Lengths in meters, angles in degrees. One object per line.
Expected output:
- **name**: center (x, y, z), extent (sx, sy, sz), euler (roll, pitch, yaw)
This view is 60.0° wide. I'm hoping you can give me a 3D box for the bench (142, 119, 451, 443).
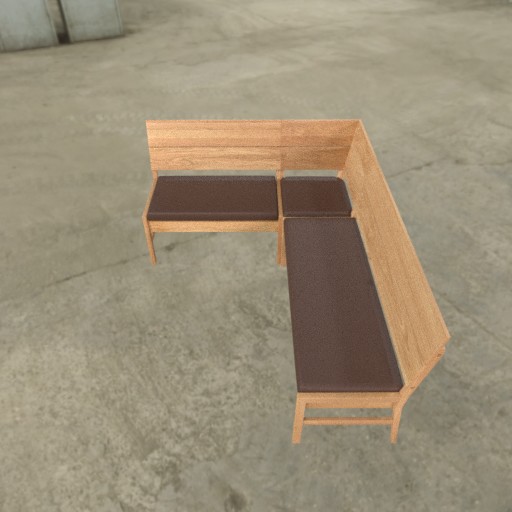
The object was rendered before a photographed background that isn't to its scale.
- **bench**: center (0.000, 0.000, 2.749), extent (1.549, 0.890, 1.975), euler (-1, 42, -1)
